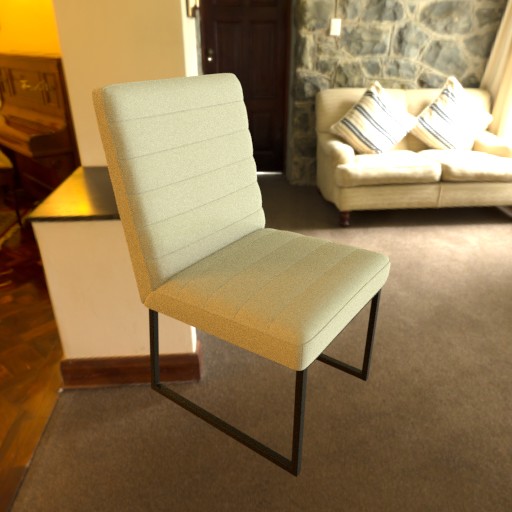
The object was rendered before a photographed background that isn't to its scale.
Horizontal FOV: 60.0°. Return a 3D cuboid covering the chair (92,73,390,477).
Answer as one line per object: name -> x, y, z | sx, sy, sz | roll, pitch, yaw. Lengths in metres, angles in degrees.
chair -> 0.000, 0.000, 1.273 | 0.634, 0.930, 0.520 | 18, 32, 32
